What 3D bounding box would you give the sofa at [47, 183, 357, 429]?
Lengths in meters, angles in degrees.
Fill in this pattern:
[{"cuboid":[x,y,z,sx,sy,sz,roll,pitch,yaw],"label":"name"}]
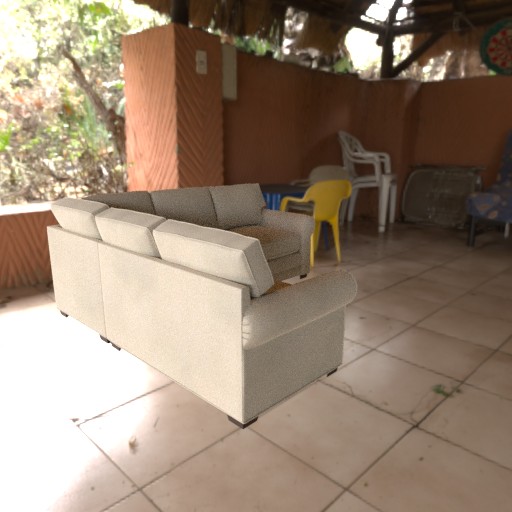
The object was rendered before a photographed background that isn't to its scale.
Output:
[{"cuboid":[0.000,0.000,3.875,2.487,1.054,2.569,14,20,42],"label":"sofa"}]
